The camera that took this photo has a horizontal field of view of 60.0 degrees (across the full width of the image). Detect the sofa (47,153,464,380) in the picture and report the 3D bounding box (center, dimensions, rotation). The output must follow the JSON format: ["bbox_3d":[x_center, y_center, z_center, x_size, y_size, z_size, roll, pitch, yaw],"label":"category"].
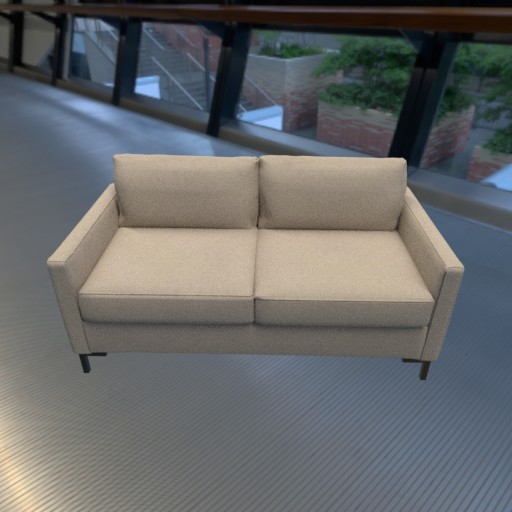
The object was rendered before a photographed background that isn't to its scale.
[{"bbox_3d":[0.000,0.000,2.192,1.682,0.840,0.875,1,31,1],"label":"sofa"}]
